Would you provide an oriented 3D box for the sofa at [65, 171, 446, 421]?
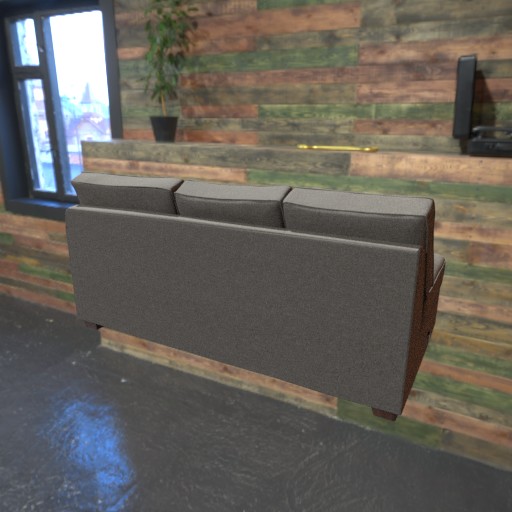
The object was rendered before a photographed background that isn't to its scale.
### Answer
[{"bbox_3d":[0.000,0.000,2.560,1.963,0.946,1.034,9,20,27],"label":"sofa"}]
